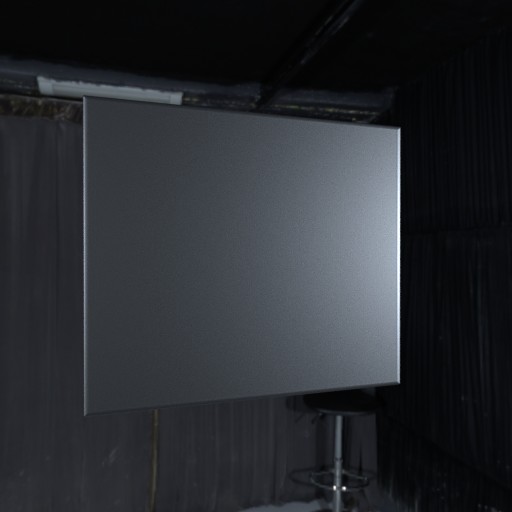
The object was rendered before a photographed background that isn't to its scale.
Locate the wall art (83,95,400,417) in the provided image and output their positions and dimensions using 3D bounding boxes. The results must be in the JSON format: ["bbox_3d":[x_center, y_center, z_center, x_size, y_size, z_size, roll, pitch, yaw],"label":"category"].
[{"bbox_3d":[0.000,0.000,0.525,0.380,0.330,0.028,0,0,-18],"label":"wall art"}]
